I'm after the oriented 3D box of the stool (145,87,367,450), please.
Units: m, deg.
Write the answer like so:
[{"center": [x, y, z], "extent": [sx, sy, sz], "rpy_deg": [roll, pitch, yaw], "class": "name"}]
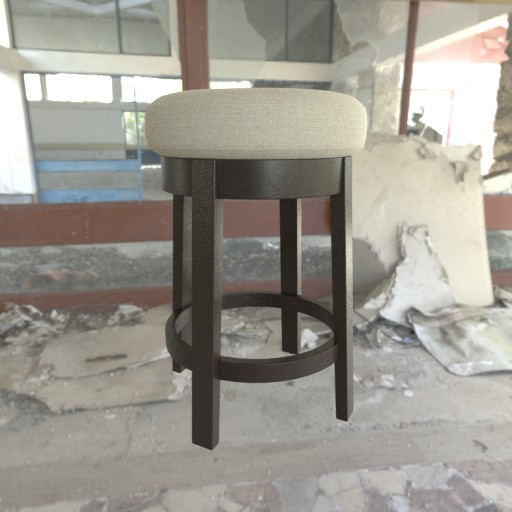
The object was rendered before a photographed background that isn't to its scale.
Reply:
[{"center": [0.000, 0.000, 0.950], "extent": [0.449, 0.655, 0.449], "rpy_deg": [0, 15, 0], "class": "stool"}]
